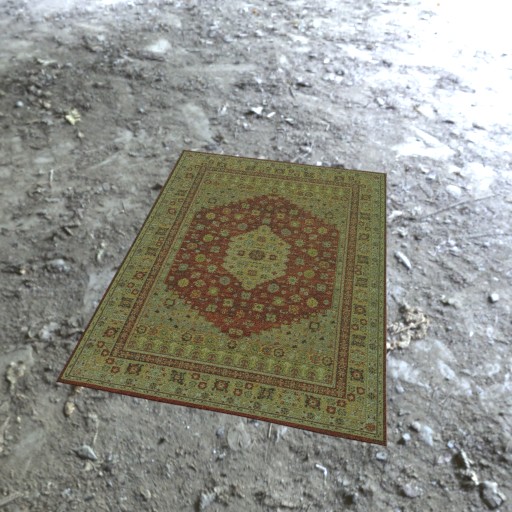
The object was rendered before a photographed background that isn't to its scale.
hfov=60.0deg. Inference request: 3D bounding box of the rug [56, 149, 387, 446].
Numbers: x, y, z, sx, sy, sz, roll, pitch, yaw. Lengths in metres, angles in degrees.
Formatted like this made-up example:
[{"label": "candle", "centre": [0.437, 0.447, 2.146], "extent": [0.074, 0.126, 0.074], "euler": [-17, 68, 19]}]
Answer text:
[{"label": "rug", "centre": [0.000, 0.000, 4.118], "extent": [2.387, 0.013, 3.053], "euler": [8, 48, 8]}]
